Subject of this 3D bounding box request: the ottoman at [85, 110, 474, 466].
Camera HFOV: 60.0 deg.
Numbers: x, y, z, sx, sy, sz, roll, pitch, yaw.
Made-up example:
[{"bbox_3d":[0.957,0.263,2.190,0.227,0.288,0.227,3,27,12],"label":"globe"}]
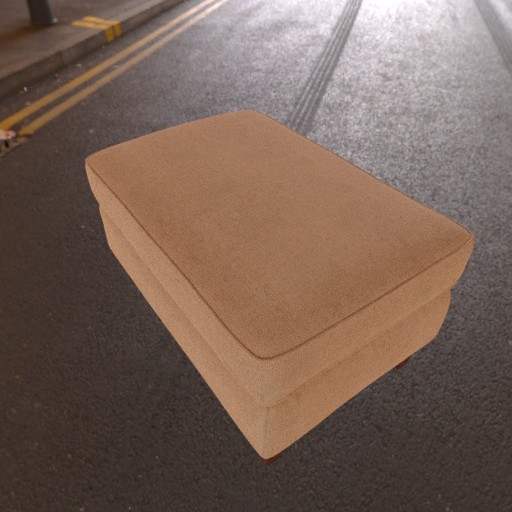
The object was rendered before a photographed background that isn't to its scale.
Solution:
[{"bbox_3d":[0.000,0.000,1.194,0.583,0.484,0.862,-25,47,-26],"label":"ottoman"}]
